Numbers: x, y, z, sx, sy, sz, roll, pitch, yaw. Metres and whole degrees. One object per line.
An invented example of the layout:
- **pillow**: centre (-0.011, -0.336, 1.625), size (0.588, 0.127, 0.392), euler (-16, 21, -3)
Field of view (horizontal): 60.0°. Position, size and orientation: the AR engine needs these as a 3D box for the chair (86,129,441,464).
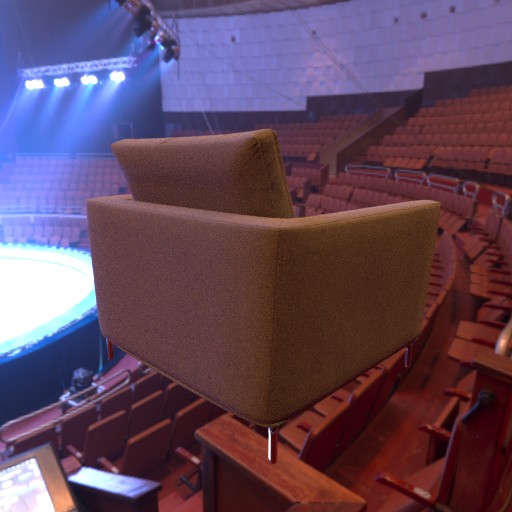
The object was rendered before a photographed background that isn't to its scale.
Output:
- **chair**: centre (0.000, 0.000, 1.661), size (1.041, 0.864, 0.889), euler (12, 17, 43)
